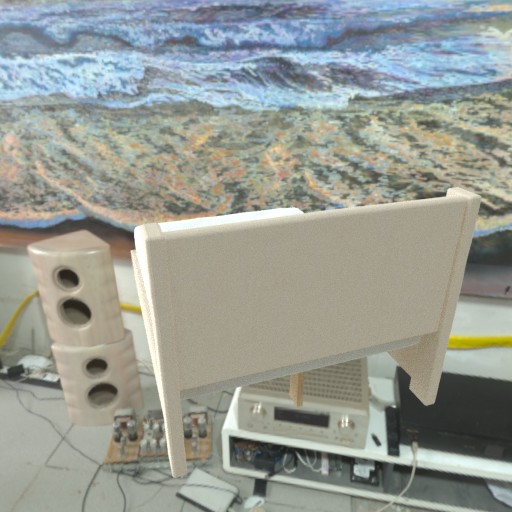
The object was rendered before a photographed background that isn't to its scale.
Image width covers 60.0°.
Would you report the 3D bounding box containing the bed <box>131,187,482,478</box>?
[{"bbox_3d":[0.000,0.000,3.398,1.778,1.471,2.293,-8,27,-17],"label":"bed"}]
